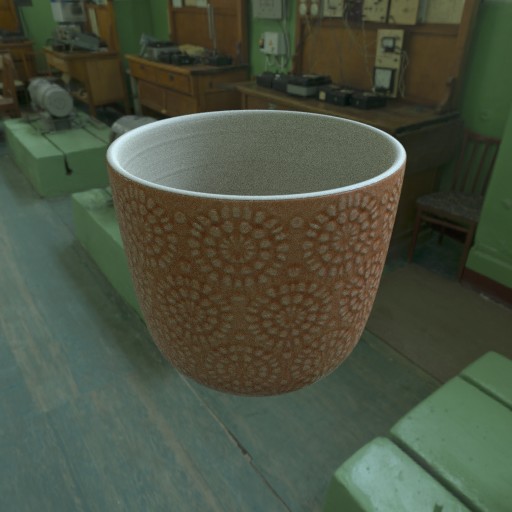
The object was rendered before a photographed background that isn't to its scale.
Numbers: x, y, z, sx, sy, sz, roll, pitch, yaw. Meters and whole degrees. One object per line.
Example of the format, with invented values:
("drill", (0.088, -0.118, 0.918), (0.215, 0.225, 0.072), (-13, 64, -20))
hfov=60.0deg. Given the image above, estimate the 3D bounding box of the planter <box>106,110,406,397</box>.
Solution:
("planter", (0.000, 0.000, 0.365), (0.208, 0.190, 0.208), (0, 31, 0))
